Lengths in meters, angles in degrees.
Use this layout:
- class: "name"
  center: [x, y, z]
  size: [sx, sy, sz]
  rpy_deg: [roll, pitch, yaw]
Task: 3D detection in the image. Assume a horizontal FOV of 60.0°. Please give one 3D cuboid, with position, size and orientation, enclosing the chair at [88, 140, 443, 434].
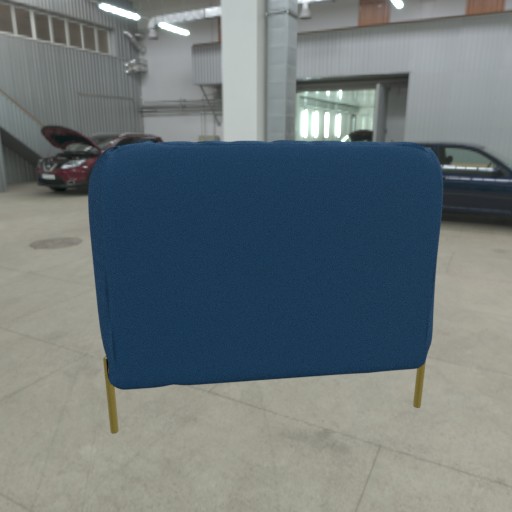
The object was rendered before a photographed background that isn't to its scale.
- class: "chair"
  center: [0.000, 0.000, 1.548]
  size: [0.947, 0.793, 0.877]
  rpy_deg: [-2, 16, -7]
